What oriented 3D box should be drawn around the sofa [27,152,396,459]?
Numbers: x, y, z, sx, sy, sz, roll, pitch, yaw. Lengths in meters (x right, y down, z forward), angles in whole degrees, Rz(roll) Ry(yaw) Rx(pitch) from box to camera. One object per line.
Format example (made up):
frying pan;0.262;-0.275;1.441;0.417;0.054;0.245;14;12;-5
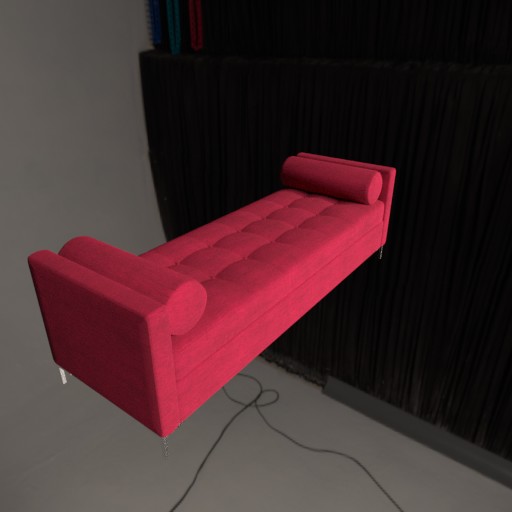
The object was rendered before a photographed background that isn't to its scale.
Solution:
sofa;0.000;0.000;2.316;0.686;0.635;1.981;18;32;32
